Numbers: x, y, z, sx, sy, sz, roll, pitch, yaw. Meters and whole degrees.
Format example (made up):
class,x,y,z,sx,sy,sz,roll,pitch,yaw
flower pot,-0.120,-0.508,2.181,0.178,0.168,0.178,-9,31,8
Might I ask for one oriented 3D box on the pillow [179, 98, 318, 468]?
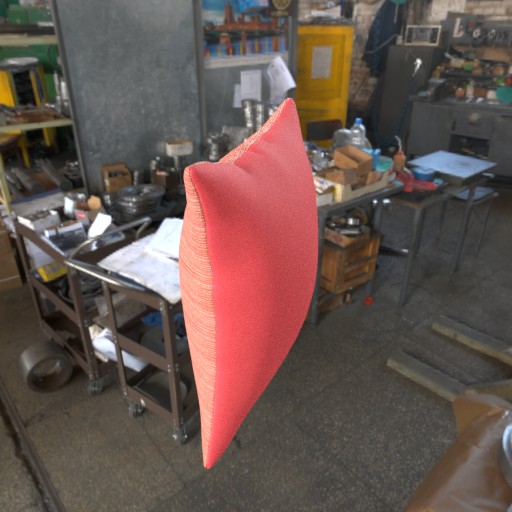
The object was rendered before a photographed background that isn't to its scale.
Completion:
class,x,y,z,sx,sy,sz,roll,pitch,yaw
pillow,0.000,0.000,0.833,0.229,0.501,0.559,8,30,14
